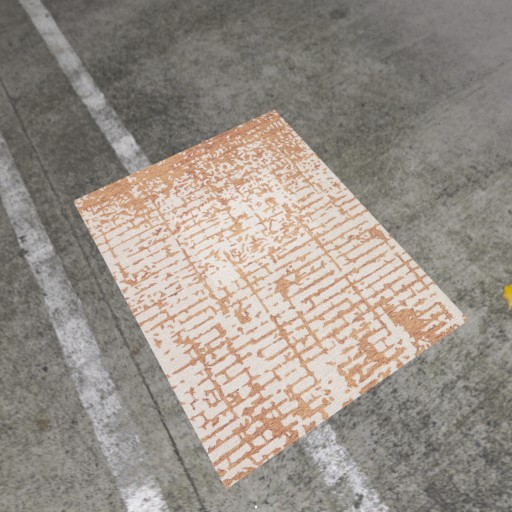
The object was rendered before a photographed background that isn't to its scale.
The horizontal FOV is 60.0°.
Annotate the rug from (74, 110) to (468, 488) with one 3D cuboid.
[{"bbox_3d":[0.000,0.000,4.165,2.441,0.011,3.050,-29,64,-15],"label":"rug"}]
